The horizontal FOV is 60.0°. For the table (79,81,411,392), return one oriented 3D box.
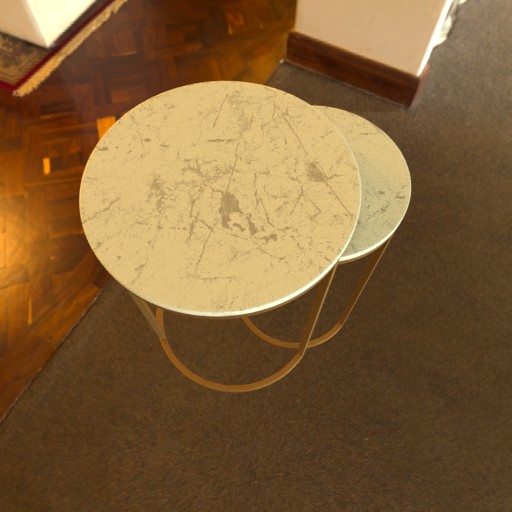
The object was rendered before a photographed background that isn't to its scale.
[{"bbox_3d":[0.000,0.000,0.888,0.507,0.550,0.400,-18,64,-9],"label":"table"}]
